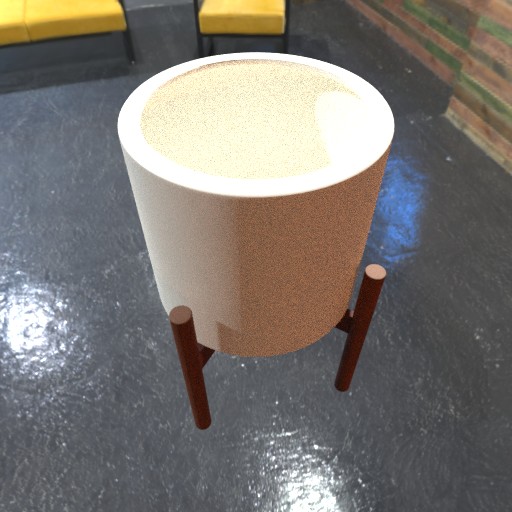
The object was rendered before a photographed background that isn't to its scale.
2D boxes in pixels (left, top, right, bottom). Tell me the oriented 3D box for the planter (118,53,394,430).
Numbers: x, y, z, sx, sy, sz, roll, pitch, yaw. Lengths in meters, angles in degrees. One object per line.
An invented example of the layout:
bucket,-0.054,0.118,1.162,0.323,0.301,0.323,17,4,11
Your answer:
planter,0.000,0.000,0.494,0.224,0.358,0.224,-11,48,-10
